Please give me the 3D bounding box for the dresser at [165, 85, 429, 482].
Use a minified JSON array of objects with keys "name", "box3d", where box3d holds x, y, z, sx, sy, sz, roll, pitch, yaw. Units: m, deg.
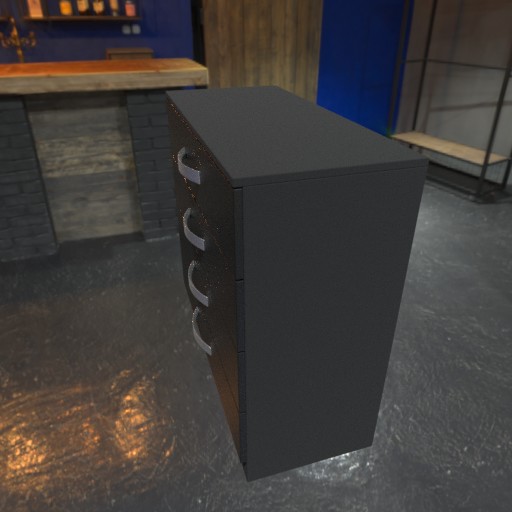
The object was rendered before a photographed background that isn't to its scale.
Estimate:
[{"name":"dresser","box3d":[0.000,0.000,1.166,0.360,0.720,0.750,-9,31,-15]}]
